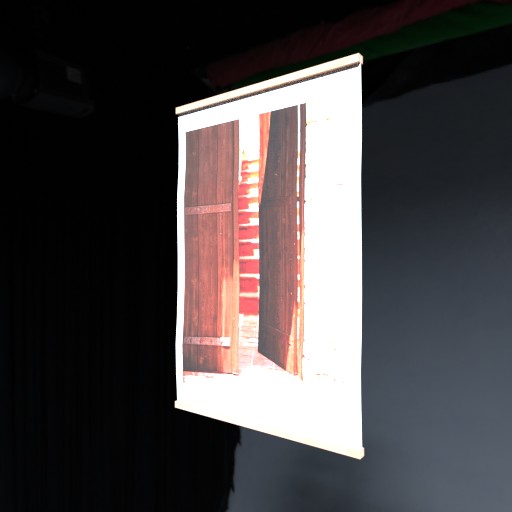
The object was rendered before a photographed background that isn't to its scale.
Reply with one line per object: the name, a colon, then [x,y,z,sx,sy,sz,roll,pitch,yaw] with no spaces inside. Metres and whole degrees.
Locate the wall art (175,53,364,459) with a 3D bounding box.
wall art: [0.000,0.000,0.659,0.332,0.508,0.012,-1,-1,37]
